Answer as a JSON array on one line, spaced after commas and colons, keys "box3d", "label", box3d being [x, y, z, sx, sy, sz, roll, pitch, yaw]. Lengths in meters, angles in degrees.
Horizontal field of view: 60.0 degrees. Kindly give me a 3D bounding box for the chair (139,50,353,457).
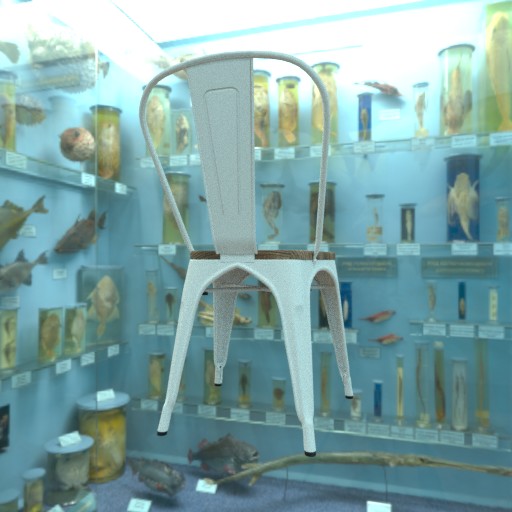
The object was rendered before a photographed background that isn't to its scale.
[{"box3d": [0.000, 0.000, 1.171, 0.452, 0.851, 0.521, 0, -1, 18], "label": "chair"}]
